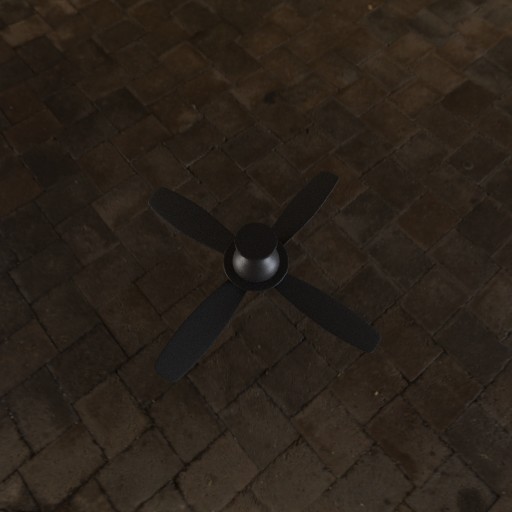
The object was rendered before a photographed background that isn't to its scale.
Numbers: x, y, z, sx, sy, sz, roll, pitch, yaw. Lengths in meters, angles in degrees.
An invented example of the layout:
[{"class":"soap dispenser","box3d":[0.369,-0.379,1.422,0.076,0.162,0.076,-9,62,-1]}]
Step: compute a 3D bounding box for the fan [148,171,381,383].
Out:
[{"class":"fan","box3d":[0.000,0.000,2.607,1.694,0.382,1.694,34,68,16]}]
